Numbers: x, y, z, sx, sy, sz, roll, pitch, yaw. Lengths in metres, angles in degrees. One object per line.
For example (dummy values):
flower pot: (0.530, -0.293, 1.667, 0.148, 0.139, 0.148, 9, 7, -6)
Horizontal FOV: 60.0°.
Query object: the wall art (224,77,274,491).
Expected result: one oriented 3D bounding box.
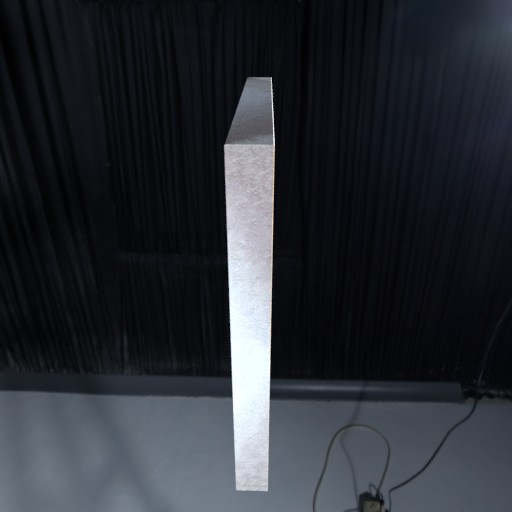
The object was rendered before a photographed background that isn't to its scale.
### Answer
wall art: (0.000, 0.000, 0.449, 0.028, 0.303, 0.303, 1, 28, 1)
